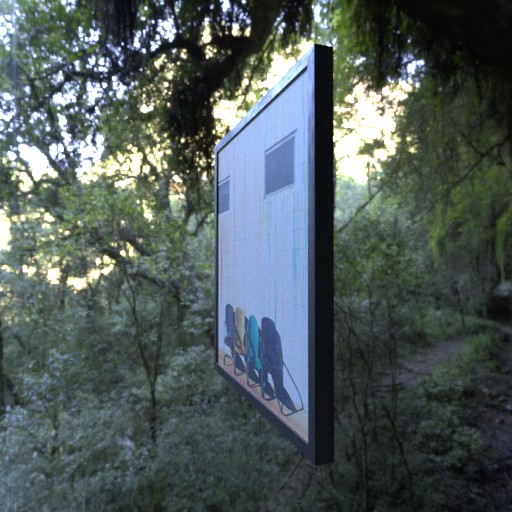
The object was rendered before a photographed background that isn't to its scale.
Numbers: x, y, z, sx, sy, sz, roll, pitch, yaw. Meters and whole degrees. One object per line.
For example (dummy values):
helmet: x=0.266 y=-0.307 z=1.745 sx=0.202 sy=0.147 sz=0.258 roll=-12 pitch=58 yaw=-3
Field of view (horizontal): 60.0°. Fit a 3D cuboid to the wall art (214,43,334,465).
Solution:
wall art: x=0.000 y=0.000 z=1.166 sx=0.039 sy=0.763 sz=0.763 roll=0 pitch=-1 yaw=-19
